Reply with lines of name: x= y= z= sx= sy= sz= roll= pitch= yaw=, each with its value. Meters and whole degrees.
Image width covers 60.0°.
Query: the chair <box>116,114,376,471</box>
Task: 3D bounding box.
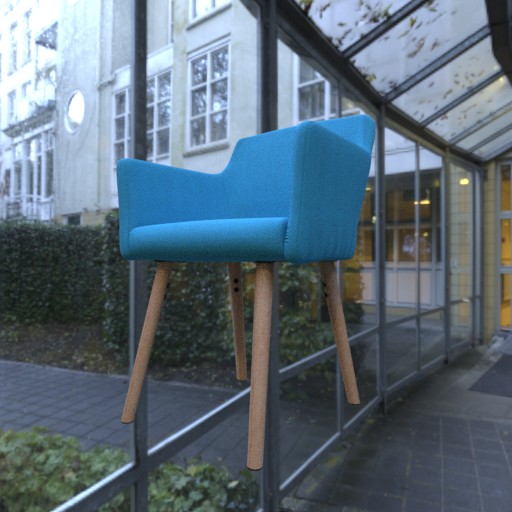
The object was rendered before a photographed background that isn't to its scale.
chair: x=0.000 y=0.000 z=1.135 sx=0.570 sy=0.780 sz=0.540 roll=0 pitch=0 yaw=36
